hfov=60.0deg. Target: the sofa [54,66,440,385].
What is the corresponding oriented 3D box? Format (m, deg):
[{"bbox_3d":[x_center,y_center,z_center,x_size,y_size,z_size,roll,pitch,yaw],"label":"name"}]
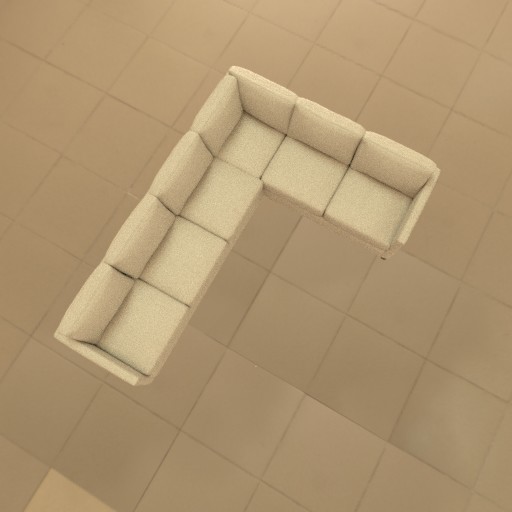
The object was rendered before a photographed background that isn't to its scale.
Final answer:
[{"bbox_3d":[0.000,0.000,4.520,2.522,0.934,3.333,29,78,7],"label":"sofa"}]
